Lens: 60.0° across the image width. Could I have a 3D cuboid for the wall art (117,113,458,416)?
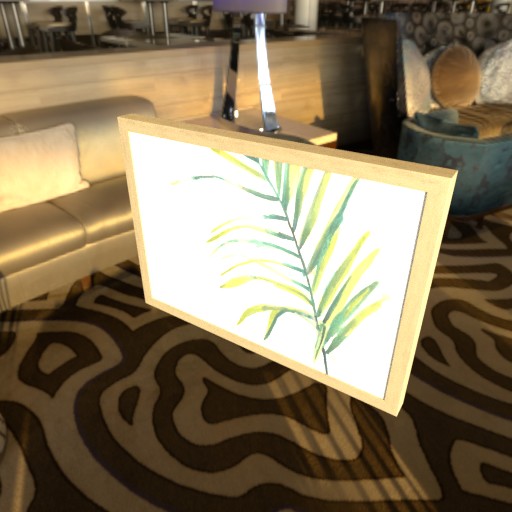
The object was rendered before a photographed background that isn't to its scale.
[{"bbox_3d":[0.000,0.000,0.717,0.532,0.380,0.032,18,35,28],"label":"wall art"}]
